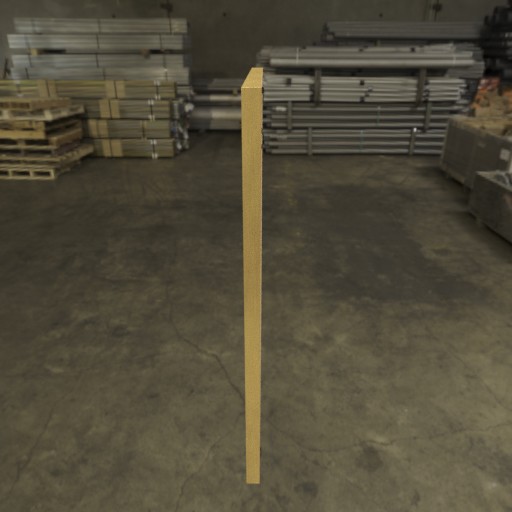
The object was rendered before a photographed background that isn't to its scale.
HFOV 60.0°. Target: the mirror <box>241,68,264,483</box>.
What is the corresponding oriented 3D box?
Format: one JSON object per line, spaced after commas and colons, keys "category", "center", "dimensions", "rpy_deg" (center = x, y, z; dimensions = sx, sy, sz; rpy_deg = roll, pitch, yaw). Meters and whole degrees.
{"category": "mirror", "center": [0.000, 0.000, 1.338], "dimensions": [0.040, 1.016, 0.762], "rpy_deg": [0, 25, 1]}
